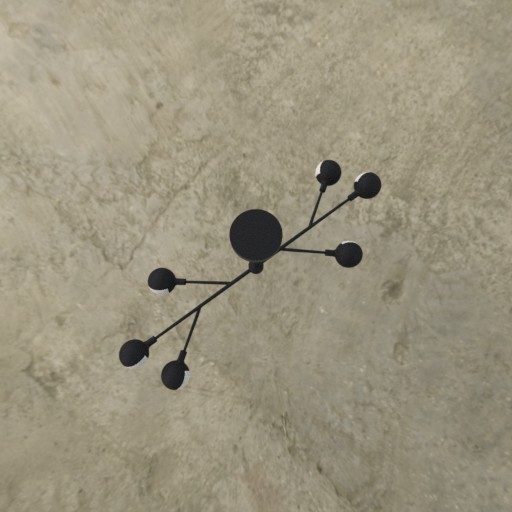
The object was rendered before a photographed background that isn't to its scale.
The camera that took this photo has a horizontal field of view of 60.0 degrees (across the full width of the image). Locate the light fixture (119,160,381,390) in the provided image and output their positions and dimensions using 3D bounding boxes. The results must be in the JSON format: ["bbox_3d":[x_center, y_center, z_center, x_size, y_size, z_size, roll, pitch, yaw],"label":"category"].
[{"bbox_3d":[0.000,0.000,1.015,0.778,0.362,0.434,-20,78,-5],"label":"light fixture"}]
